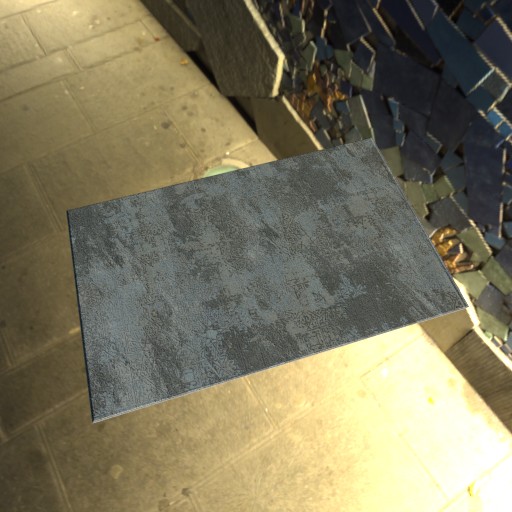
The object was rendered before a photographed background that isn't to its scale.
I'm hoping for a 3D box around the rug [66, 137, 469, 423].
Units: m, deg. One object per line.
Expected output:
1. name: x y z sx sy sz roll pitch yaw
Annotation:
1. rug: 0.000 0.000 3.058 2.431 0.012 1.536 -15 62 -8
